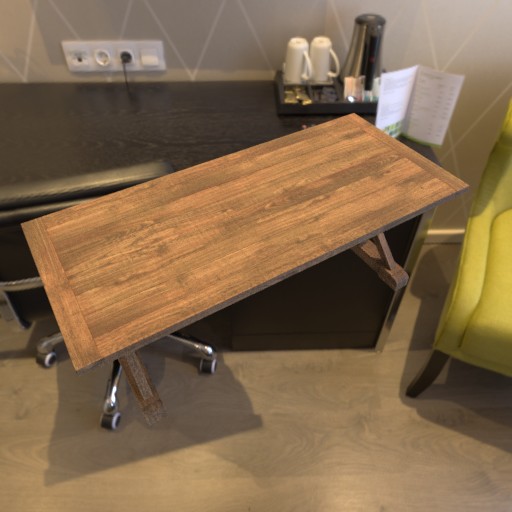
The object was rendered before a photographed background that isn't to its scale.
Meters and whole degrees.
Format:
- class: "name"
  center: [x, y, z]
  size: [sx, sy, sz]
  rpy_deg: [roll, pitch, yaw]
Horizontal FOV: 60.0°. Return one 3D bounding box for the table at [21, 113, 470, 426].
- class: "table"
  center: [0.000, 0.000, 2.440]
  size: [2.031, 0.733, 0.907]
  rpy_deg: [-24, 50, -22]
